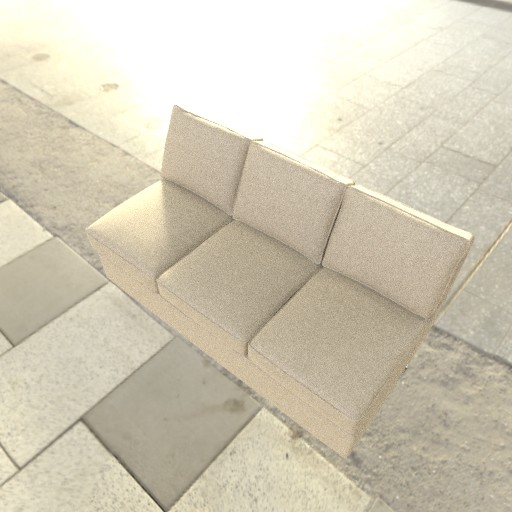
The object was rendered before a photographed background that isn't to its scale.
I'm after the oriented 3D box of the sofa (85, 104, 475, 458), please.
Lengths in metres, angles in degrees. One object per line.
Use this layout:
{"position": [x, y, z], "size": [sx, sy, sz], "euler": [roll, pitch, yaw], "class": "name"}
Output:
{"position": [0.000, 0.000, 2.563], "size": [1.962, 0.973, 1.027], "euler": [31, 53, 26], "class": "sofa"}
